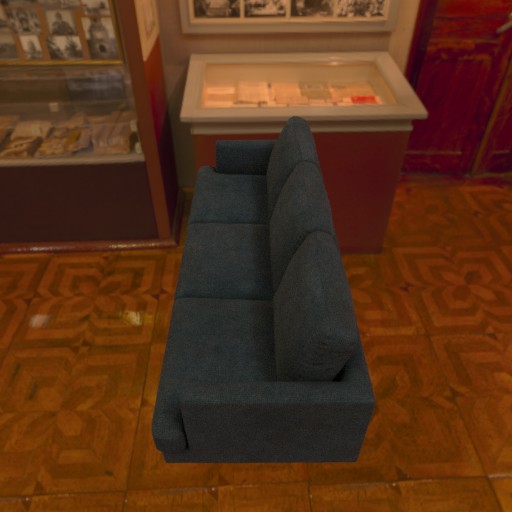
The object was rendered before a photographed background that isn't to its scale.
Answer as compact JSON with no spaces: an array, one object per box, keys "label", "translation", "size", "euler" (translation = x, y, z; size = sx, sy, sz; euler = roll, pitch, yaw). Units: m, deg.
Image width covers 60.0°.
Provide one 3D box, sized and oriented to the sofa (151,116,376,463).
[{"label":"sofa","translation":[0.000,0.000,2.651],"size":[0.903,0.930,2.246],"euler":[0,41,0]}]
